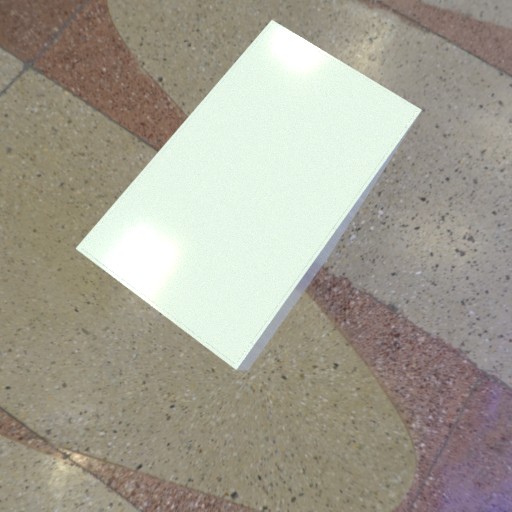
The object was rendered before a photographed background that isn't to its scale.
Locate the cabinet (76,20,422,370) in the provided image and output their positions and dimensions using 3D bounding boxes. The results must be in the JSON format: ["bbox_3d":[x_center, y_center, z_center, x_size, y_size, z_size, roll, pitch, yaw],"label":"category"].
[{"bbox_3d":[0.000,0.000,2.267,0.580,1.920,0.980,35,78,8],"label":"cabinet"}]
